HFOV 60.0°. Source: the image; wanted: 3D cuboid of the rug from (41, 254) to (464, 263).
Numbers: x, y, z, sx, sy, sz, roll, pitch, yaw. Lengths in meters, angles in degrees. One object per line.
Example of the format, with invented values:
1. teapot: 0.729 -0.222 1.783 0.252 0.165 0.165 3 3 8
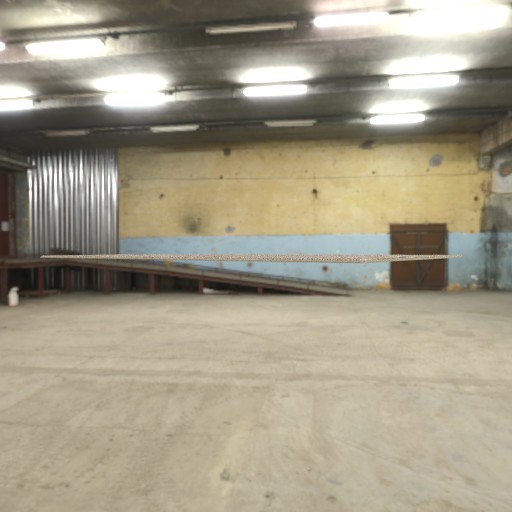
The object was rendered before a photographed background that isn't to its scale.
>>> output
1. rug: 0.000 0.000 4.065 3.052 0.030 2.429 0 1 36
